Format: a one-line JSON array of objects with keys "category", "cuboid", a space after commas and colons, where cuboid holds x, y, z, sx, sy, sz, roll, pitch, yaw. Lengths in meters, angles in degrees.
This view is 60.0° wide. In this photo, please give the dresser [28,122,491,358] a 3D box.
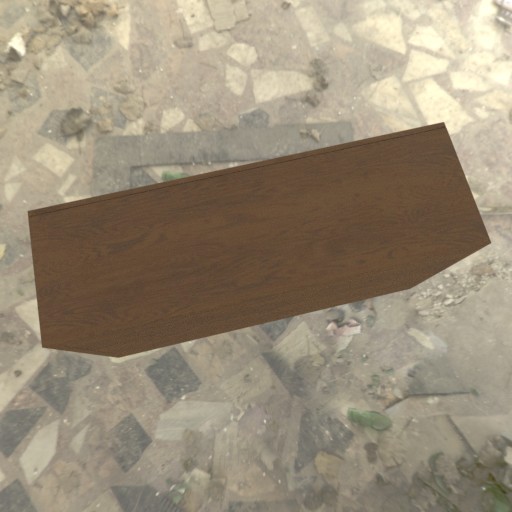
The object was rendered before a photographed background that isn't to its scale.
[{"category": "dresser", "cuboid": [0.000, 0.000, 1.952, 1.523, 0.889, 0.512, -13, 75, -3]}]
